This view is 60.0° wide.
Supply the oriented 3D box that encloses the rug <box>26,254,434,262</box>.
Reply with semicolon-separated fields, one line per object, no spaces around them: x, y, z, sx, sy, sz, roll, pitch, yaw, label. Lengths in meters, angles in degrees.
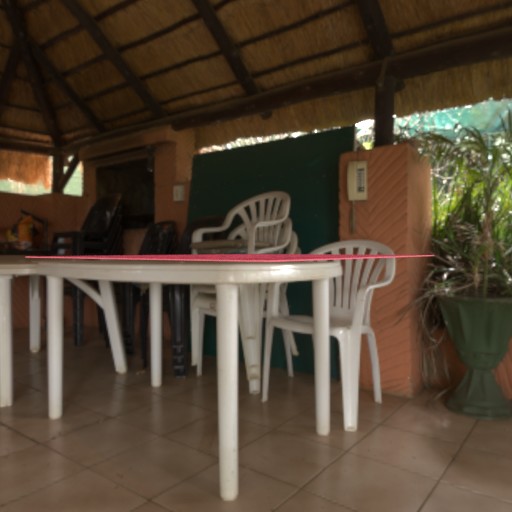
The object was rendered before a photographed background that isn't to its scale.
0.000;0.000;3.944;2.300;0.012;2.929;1;1;36;rug
